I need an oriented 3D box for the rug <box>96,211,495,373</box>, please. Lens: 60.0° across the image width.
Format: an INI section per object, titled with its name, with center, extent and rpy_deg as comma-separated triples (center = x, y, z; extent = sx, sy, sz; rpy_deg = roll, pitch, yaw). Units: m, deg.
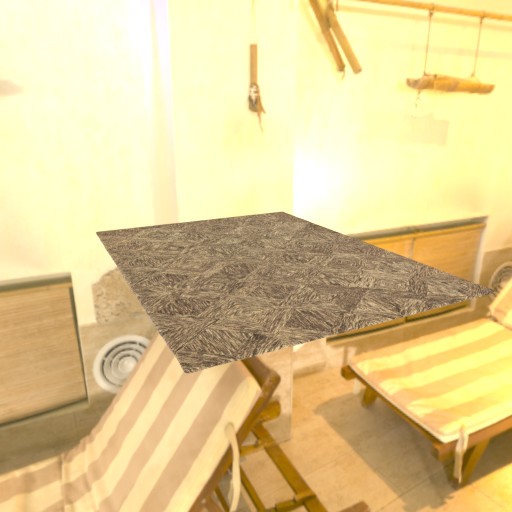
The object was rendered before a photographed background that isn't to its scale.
[rug]
center = 0.000, 0.000, 4.170
extent = 2.448, 0.017, 3.204
rpy_deg = -9, 20, -26
